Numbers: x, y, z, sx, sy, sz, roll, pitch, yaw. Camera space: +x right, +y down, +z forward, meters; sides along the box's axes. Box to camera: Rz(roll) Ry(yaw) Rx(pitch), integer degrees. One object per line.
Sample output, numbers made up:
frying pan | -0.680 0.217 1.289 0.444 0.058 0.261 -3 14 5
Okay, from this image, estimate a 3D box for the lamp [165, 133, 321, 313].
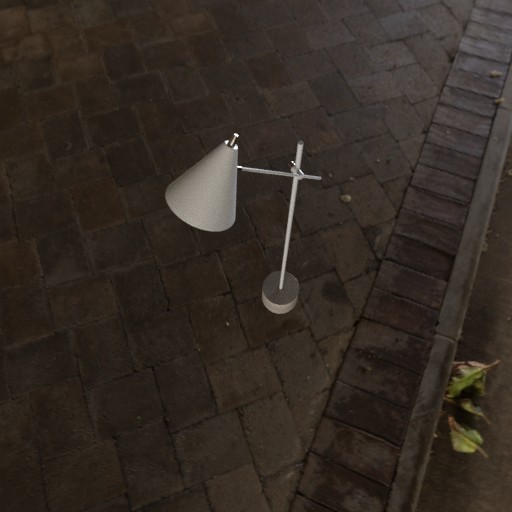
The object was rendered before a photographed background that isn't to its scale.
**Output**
lamp | 0.000 0.000 1.641 0.508 1.430 0.223 -31 68 -14
